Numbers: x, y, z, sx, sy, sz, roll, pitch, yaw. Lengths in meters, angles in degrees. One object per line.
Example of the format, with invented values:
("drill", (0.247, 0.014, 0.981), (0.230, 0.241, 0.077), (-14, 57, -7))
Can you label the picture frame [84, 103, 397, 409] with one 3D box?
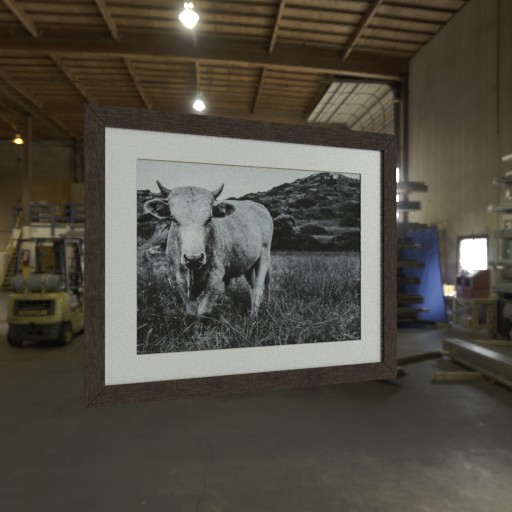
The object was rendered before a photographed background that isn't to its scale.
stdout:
("picture frame", (0.000, 0.000, 0.757), (0.546, 0.455, 0.026), (0, 0, -18))
